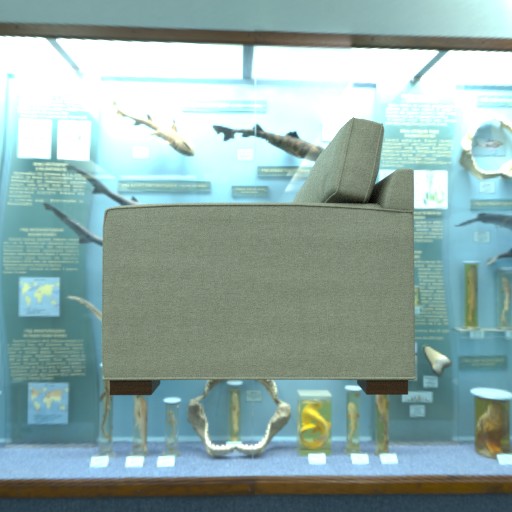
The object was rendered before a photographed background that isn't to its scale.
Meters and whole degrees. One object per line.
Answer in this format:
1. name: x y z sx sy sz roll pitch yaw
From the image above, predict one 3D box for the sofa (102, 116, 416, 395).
1. sofa: 0.000 0.000 2.047 0.940 0.853 1.484 0 -1 0
